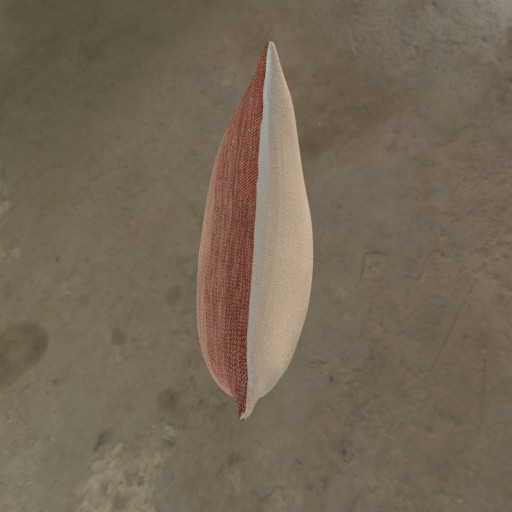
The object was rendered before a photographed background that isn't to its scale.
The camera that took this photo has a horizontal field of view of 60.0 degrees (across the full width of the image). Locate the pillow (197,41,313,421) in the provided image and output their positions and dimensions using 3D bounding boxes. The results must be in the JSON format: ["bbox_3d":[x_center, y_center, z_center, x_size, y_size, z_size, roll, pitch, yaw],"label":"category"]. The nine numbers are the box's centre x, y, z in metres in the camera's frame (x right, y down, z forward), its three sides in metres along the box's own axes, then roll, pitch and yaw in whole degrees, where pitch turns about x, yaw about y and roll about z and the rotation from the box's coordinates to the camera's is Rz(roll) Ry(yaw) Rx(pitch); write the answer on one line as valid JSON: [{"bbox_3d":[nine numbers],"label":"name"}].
[{"bbox_3d":[0.000,0.000,0.684,0.182,0.441,0.440,4,76,1],"label":"pillow"}]
